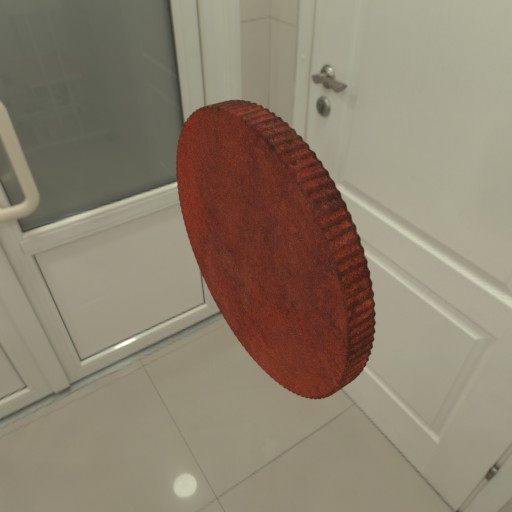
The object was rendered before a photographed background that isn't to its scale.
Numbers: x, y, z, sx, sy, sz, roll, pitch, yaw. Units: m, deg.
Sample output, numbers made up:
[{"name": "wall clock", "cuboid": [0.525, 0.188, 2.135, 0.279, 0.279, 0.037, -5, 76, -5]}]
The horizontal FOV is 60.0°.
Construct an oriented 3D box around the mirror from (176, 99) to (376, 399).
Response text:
[{"name": "mirror", "cuboid": [0.000, 0.000, 0.908, 0.056, 0.609, 0.609, -24, 47, -25]}]
